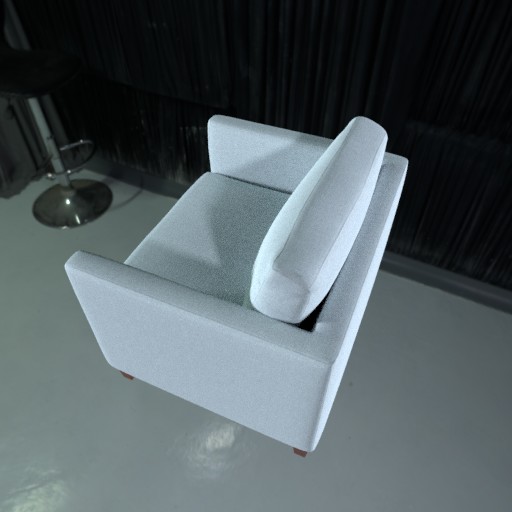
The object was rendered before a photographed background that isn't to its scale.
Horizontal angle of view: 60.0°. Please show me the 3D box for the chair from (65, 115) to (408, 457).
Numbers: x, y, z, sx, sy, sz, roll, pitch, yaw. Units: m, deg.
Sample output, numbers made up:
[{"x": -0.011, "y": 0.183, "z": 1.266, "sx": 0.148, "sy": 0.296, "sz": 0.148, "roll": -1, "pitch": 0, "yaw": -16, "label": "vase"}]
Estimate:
[{"x": 0.000, "y": 0.000, "z": 1.837, "sx": 0.953, "sy": 0.961, "sz": 1.107, "roll": 18, "pitch": 49, "yaw": 16, "label": "chair"}]
